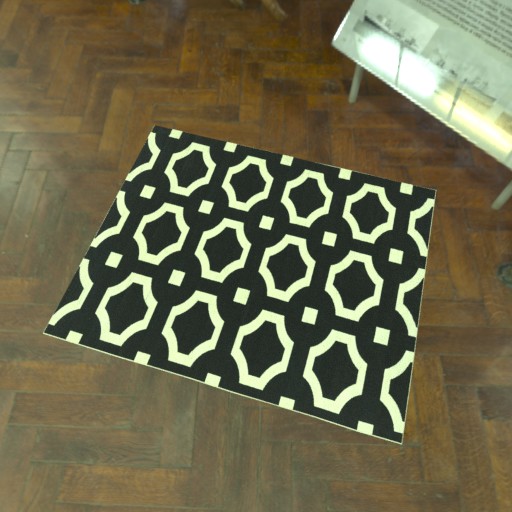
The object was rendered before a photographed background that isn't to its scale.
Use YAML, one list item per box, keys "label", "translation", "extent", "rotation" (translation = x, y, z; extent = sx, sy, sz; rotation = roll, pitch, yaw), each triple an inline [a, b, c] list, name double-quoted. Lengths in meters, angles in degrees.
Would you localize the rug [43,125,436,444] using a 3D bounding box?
- label: "rug"
  translation: [0.000, 0.000, 4.108]
  extent: [3.049, 0.021, 2.466]
  rotation: [15, 64, 8]
